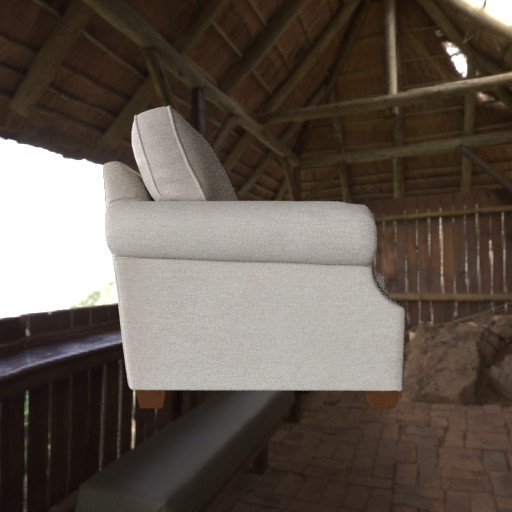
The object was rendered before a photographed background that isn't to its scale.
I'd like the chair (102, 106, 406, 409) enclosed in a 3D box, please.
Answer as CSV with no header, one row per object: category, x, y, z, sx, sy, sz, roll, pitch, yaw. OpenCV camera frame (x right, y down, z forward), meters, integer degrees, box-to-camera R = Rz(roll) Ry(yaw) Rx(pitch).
chair,0.000,0.000,1.841,0.965,0.961,1.092,0,0,1
